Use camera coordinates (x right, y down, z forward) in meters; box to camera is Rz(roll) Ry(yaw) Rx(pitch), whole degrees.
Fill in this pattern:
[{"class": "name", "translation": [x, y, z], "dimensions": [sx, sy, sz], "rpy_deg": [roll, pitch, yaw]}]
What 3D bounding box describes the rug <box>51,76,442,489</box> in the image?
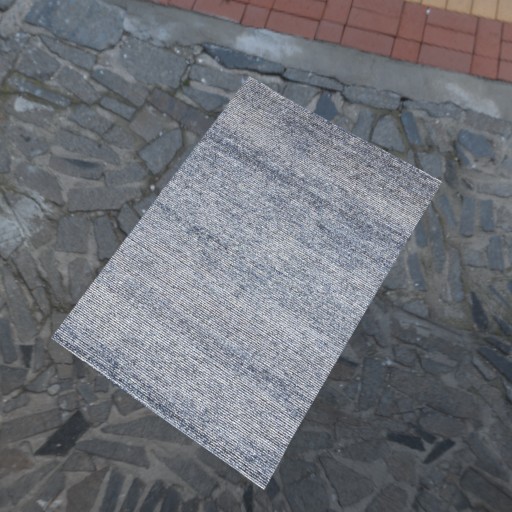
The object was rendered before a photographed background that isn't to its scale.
[{"class": "rug", "translation": [0.000, 0.000, 2.977], "dimensions": [1.624, 0.030, 2.349], "rpy_deg": [32, 77, 8]}]
